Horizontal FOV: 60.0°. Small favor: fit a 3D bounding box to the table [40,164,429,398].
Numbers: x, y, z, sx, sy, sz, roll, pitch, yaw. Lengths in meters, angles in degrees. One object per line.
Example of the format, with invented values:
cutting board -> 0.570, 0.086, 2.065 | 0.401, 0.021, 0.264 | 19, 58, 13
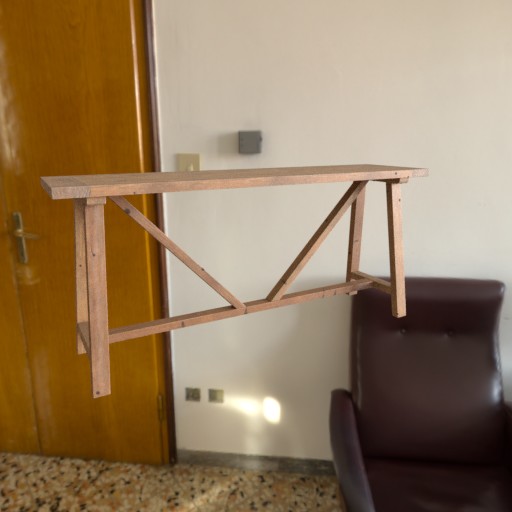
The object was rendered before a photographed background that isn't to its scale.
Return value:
table -> 0.000, 0.000, 2.180 | 1.800, 0.810, 0.465 | -8, 17, -28
